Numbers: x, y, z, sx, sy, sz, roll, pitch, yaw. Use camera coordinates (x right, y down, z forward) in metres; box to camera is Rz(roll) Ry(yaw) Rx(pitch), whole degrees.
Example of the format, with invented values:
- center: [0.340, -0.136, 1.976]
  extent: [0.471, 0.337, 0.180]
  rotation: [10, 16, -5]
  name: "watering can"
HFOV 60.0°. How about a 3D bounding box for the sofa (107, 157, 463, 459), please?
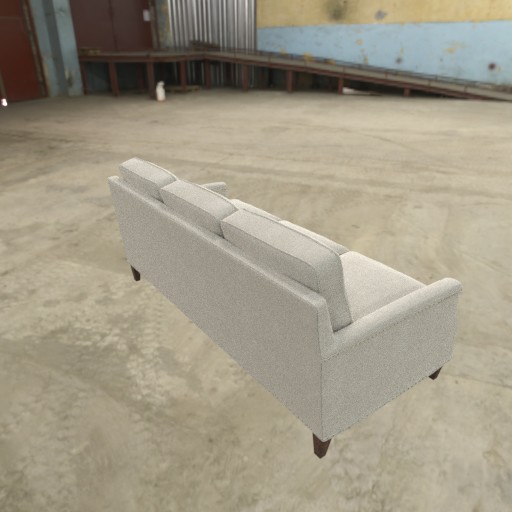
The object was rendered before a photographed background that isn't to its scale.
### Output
- center: [0.000, 0.000, 2.820]
  extent: [1.084, 1.003, 2.246]
  rotation: [-18, 31, -33]
  name: "sofa"
